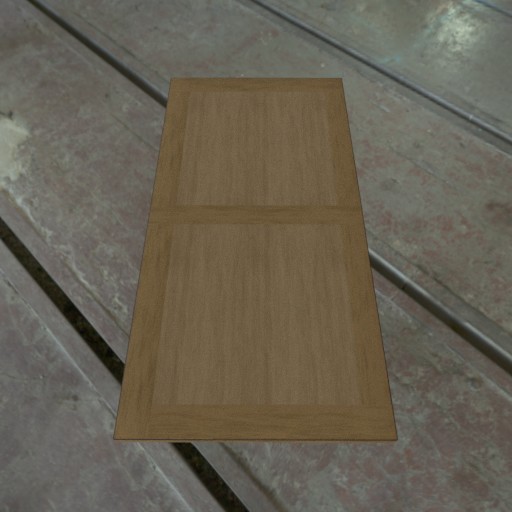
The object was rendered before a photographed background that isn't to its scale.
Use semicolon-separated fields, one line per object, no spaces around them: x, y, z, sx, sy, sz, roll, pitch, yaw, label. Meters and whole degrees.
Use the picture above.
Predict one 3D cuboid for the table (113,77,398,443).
0.000;0.000;2.392;1.000;0.762;1.982;0;58;0;table
